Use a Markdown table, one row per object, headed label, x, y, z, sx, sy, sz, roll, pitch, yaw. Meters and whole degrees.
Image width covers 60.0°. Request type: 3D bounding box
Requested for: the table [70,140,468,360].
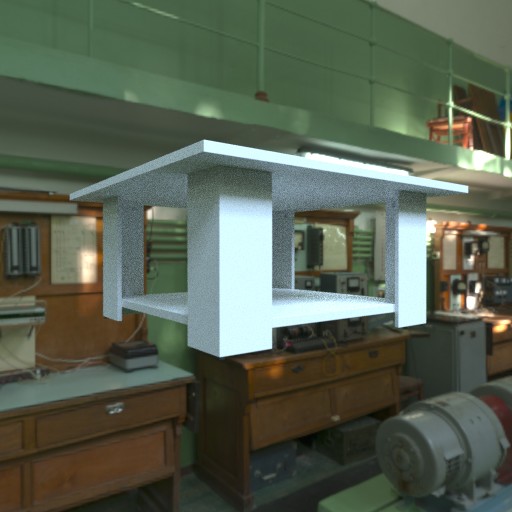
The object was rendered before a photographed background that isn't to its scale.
| label | x | y | z | sx | sy | sz | roll | pitch | yaw |
| --- | --- | --- | --- | --- | --- | --- | --- | --- | --- |
| table | 0.000 | 0.000 | 1.048 | 0.670 | 0.305 | 0.670 | 0 | 0 | -37 |
